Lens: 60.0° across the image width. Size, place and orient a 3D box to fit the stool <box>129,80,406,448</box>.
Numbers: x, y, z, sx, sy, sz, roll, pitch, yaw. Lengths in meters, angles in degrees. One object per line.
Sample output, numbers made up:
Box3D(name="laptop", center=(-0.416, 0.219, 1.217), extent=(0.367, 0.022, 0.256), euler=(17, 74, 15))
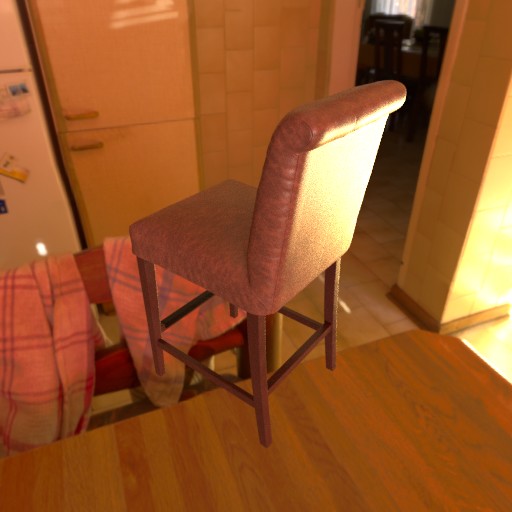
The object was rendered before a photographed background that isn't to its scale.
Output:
Box3D(name="stool", center=(0.000, 0.000, 1.429), extent=(0.660, 1.084, 0.486), euler=(22, 38, 32))
